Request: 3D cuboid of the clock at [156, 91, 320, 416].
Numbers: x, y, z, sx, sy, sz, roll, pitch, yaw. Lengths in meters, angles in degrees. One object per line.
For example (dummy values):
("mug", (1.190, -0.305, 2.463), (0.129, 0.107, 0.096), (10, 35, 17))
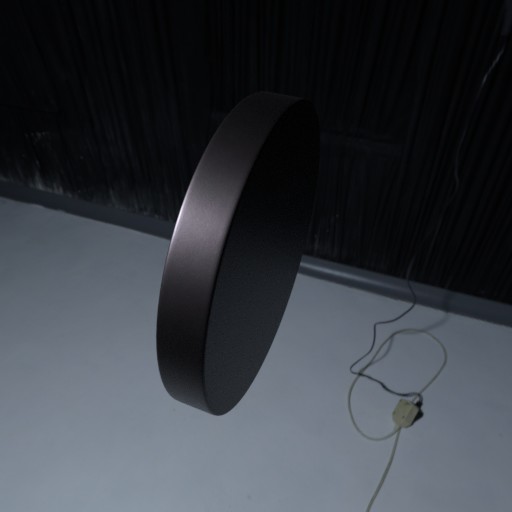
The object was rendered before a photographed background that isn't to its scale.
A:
("clock", (0.000, 0.000, 0.453), (0.040, 0.314, 0.314), (16, 48, 15))
